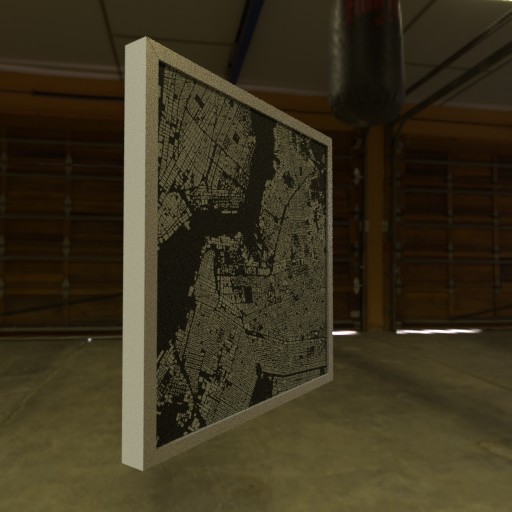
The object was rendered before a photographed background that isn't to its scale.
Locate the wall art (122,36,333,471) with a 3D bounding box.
[{"bbox_3d":[0.000,0.000,0.733,0.038,0.506,0.506,-1,-2,35],"label":"wall art"}]
